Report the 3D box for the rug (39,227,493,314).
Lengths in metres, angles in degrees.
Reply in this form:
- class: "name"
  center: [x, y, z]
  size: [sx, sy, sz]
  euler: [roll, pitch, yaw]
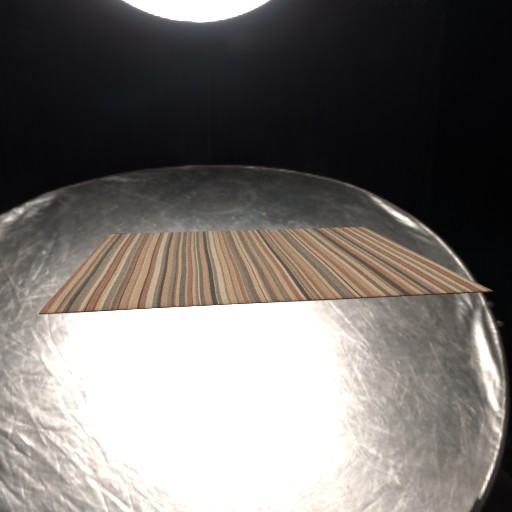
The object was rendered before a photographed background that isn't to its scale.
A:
- class: "rug"
  center: [0.000, 0.000, 4.080]
  size: [3.045, 0.011, 2.436]
  euler: [-2, 15, -8]
